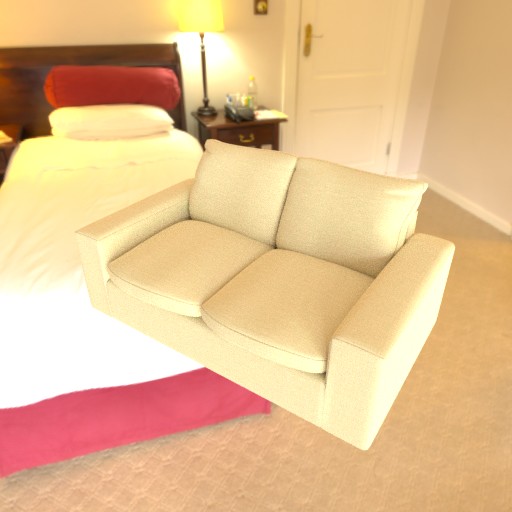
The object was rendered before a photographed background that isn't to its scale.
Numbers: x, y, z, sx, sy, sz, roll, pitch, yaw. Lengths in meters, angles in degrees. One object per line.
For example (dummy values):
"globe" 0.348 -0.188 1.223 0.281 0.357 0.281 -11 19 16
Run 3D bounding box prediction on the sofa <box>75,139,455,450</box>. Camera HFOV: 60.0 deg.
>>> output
"sofa" 0.000 0.000 2.368 1.754 0.875 1.091 19 35 29
